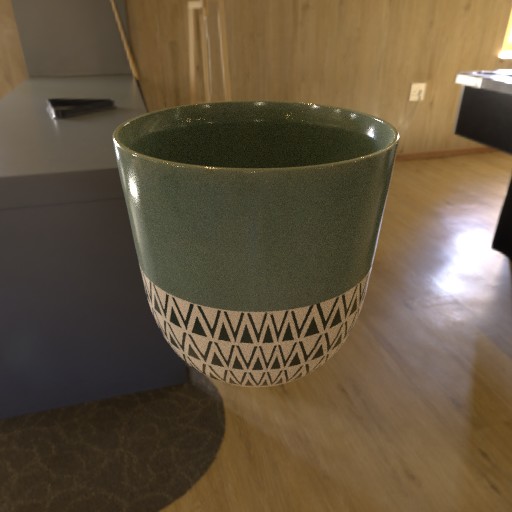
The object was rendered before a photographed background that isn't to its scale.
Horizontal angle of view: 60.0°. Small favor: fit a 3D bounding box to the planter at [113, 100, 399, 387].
[{"bbox_3d":[0.000,0.000,0.370,0.198,0.214,0.198,0,29,0],"label":"planter"}]
